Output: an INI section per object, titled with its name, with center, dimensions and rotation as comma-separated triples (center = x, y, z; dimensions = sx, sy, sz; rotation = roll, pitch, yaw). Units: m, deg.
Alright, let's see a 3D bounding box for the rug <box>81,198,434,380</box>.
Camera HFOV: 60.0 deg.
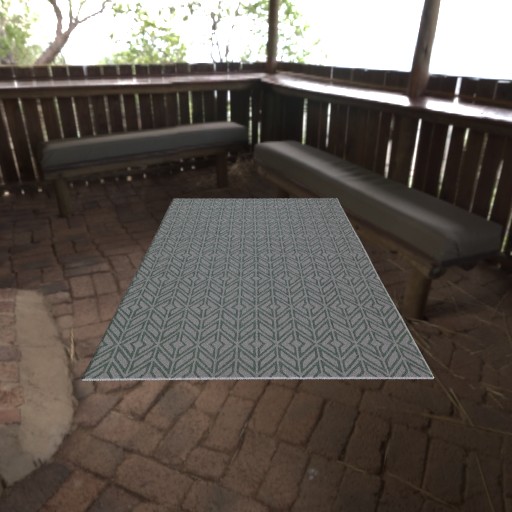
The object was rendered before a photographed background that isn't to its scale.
[rug]
center = 0.000, 0.000, 2.998
dimensions = 1.517, 0.011, 2.435
rotation = 0, 26, 0
